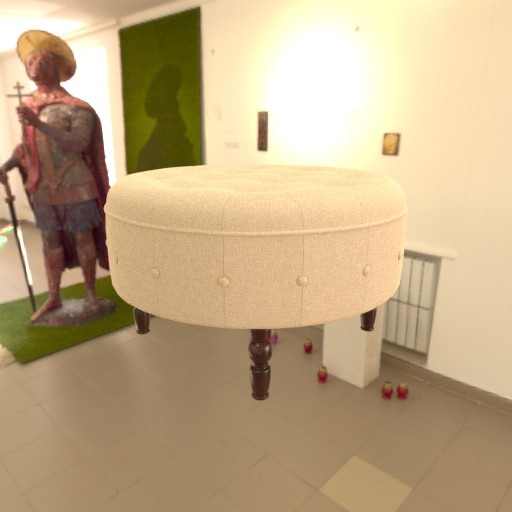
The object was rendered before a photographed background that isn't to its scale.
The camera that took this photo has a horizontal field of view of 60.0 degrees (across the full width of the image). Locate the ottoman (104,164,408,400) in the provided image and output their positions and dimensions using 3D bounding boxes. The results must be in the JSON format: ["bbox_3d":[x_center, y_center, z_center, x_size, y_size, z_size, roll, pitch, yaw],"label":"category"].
[{"bbox_3d":[0.000,0.000,1.347,0.848,0.494,0.848,0,16,0],"label":"ottoman"}]
